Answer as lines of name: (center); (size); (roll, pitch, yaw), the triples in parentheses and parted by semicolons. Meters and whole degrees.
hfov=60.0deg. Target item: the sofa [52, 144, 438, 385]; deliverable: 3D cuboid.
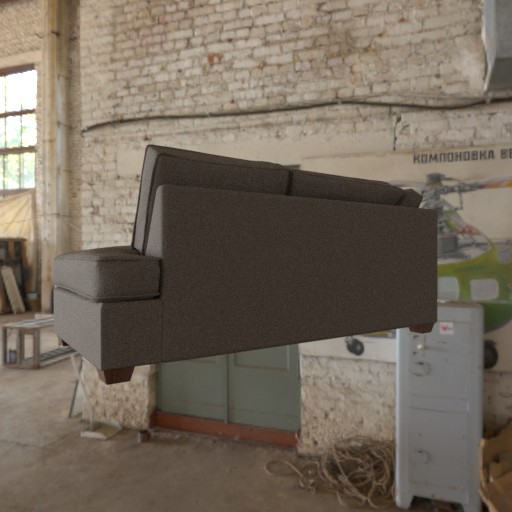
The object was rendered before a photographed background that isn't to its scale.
sofa: (0.000, 0.000, 2.797); (2.237, 1.033, 1.110); (0, 0, -34)
